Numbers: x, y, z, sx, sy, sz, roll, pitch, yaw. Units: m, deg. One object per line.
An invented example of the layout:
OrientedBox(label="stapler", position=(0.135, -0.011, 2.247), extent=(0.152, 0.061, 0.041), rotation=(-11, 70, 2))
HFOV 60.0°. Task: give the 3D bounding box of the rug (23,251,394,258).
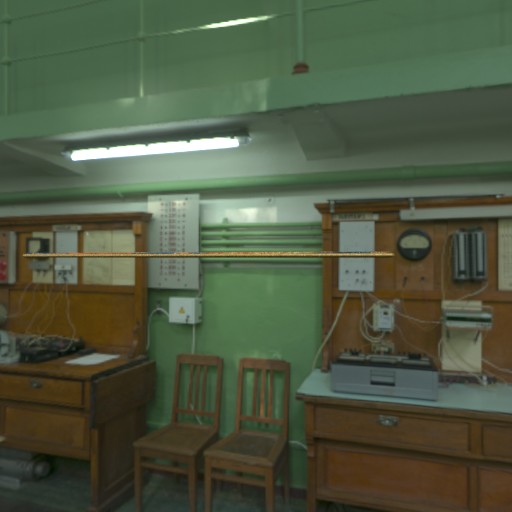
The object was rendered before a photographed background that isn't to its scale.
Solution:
OrientedBox(label="rug", position=(0.000, 0.000, 4.139), extent=(2.435, 0.031, 3.040), rotation=(0, 0, 17))
